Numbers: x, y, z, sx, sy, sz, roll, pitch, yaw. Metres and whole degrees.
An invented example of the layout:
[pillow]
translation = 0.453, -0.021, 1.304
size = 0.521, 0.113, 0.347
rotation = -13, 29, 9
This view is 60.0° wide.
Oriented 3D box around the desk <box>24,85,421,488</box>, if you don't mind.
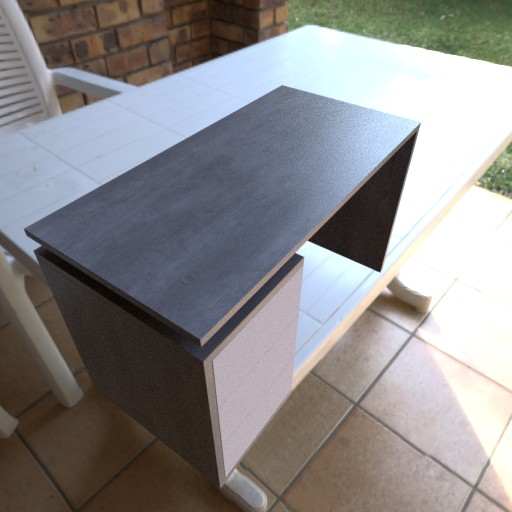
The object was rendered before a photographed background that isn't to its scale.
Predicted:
[desk]
translation = 0.000, 0.000, 1.611
size = 0.600, 0.740, 1.200
rotation = 26, 48, 26
